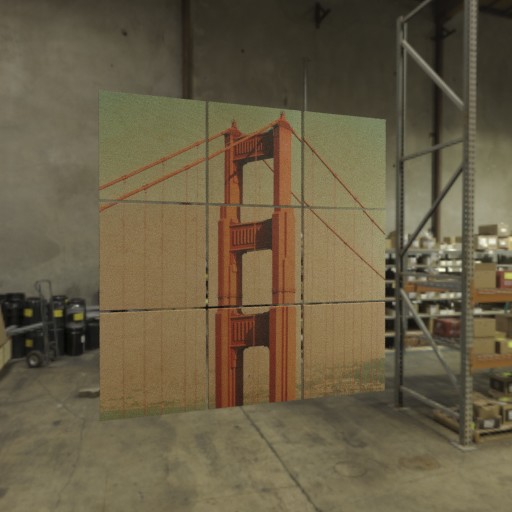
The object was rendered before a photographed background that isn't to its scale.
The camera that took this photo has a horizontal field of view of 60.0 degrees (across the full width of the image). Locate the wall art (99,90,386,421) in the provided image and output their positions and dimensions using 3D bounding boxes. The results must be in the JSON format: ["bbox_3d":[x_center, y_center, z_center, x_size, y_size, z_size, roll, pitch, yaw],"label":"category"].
[{"bbox_3d":[0.000,0.000,1.820,1.214,1.219,0.013,0,1,-17],"label":"wall art"}]
